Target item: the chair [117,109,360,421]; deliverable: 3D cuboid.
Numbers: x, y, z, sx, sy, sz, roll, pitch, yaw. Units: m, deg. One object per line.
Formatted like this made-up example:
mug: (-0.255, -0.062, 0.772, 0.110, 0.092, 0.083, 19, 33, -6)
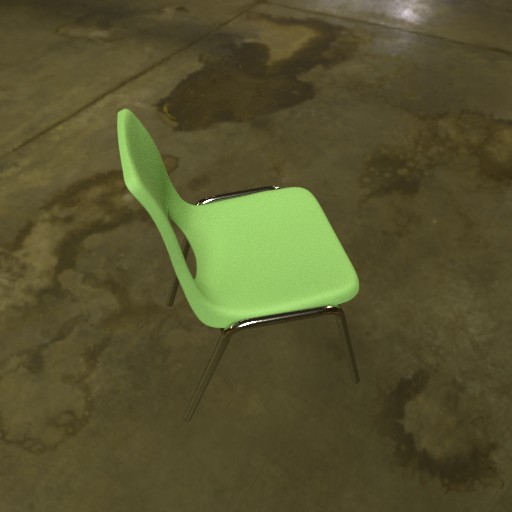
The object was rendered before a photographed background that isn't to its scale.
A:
chair: (0.000, 0.000, 0.941, 0.436, 0.653, 0.381, -11, 49, -10)
